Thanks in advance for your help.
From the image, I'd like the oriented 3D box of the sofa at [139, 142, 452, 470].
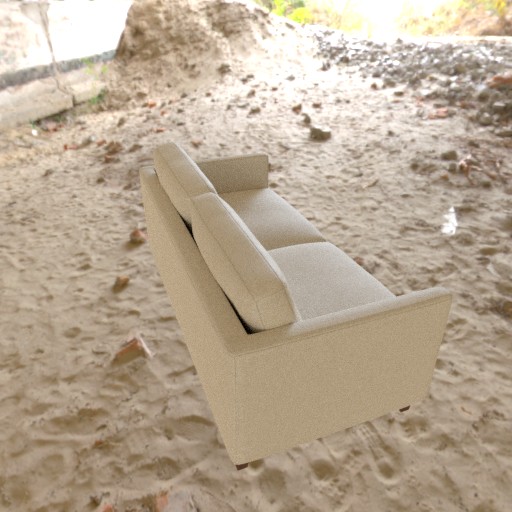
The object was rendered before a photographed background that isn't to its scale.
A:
[{"bbox_3d":[0.000,0.000,2.489,0.965,0.889,1.981,-11,32,-18],"label":"sofa"}]
